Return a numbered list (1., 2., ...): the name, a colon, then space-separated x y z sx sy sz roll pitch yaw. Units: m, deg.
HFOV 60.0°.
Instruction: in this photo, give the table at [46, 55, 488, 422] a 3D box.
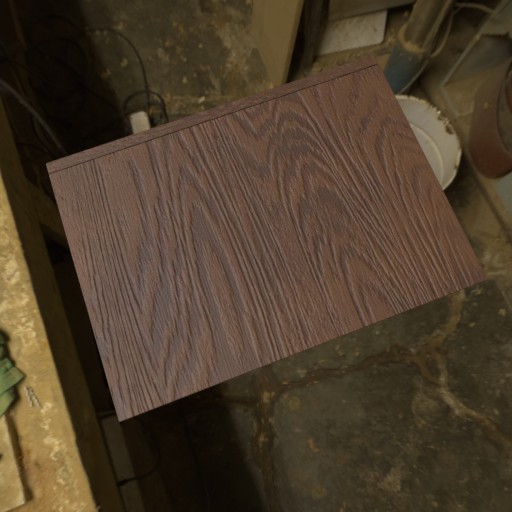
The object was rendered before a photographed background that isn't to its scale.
1. table: 0.000 0.000 0.955 0.560 0.585 0.439 -20 77 -5
